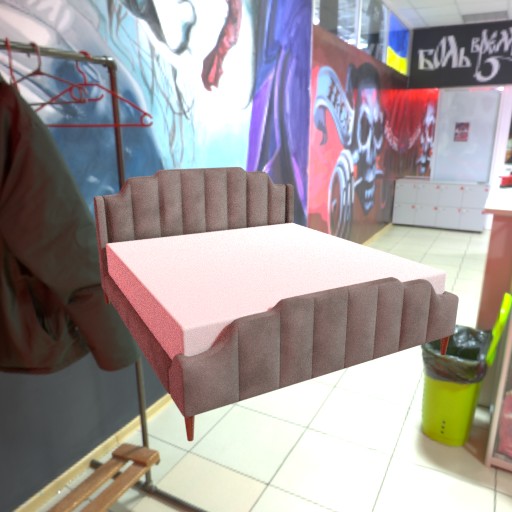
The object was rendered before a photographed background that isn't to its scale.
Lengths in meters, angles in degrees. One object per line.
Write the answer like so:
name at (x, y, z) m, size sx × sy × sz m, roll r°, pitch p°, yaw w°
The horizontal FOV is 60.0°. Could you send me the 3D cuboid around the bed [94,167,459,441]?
bed at (0.000, 0.000, 3.584) m, size 2.074 × 1.245 × 2.340 m, roll -8°, pitch 18°, yaw -27°
